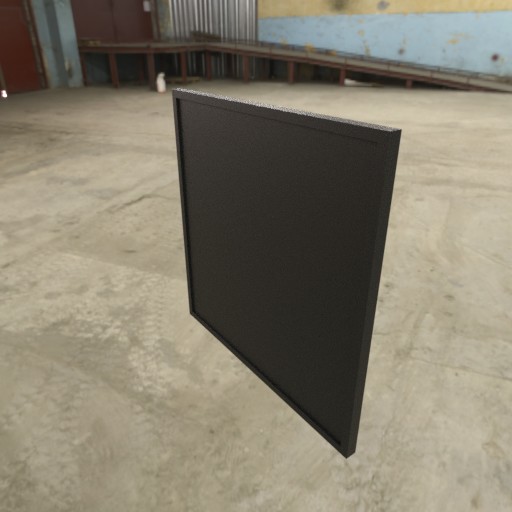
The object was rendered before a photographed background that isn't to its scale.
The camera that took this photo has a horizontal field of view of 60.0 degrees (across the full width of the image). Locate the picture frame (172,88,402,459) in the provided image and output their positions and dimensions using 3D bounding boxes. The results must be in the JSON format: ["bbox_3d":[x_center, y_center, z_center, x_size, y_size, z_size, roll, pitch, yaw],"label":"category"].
[{"bbox_3d":[0.000,0.000,1.182,0.032,0.775,0.775,-18,32,-32],"label":"picture frame"}]
